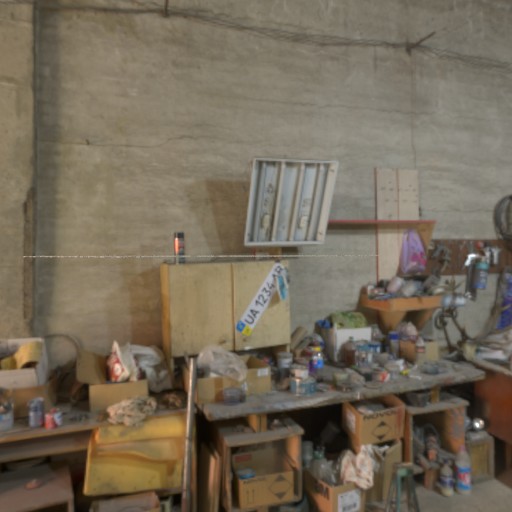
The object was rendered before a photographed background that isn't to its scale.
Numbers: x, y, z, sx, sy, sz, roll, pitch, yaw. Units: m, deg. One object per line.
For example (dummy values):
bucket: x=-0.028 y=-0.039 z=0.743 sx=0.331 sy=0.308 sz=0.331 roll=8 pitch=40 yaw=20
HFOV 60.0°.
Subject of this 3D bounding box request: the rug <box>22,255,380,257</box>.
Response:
rug: x=0.000 y=0.000 z=2.666 sx=0.660 sy=0.005 sz=2.464 roll=0 pitch=0 yaw=35
